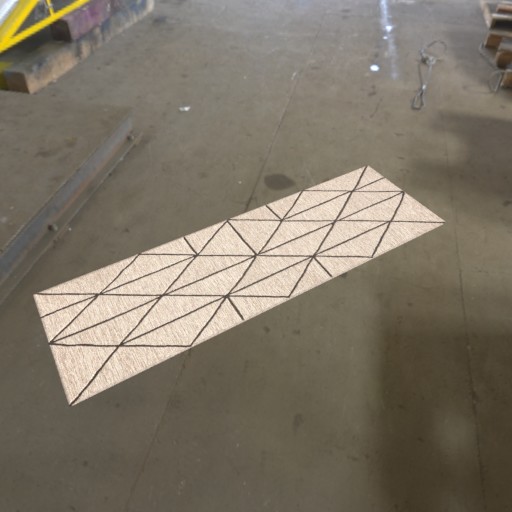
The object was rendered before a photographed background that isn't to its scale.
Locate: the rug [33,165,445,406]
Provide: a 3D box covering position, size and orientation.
[{"bbox_3d":[0.000,0.000,2.678,2.438,0.012,0.762,-23,50,-21],"label":"rug"}]
